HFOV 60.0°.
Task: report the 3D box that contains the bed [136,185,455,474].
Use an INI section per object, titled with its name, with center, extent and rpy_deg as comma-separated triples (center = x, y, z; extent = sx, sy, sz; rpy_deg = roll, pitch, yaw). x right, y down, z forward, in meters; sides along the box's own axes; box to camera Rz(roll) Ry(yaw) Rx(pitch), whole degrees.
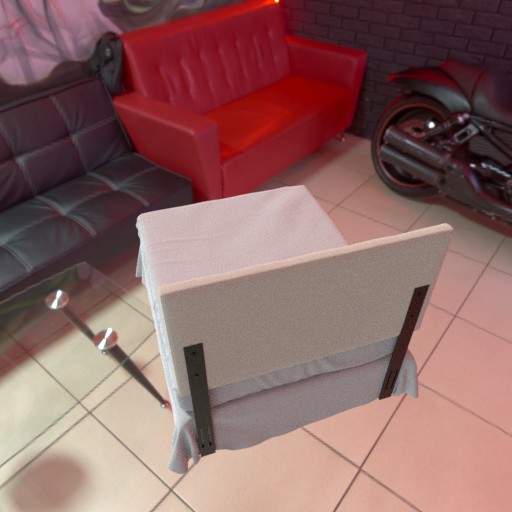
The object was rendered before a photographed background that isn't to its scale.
[bed]
center = 0.000, 0.000, 3.468
extent = 1.936, 1.577, 2.222
rpy_deg = -12, 41, -14
